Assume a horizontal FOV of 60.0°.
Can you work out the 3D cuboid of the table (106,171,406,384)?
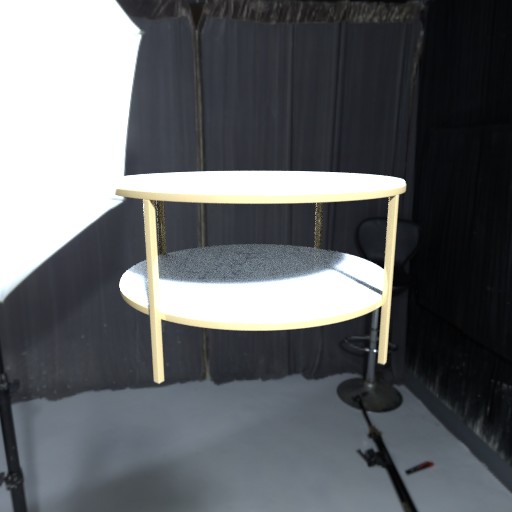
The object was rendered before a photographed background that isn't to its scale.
[{"bbox_3d":[0.000,0.000,1.293,0.800,0.450,0.800,0,14,0],"label":"table"}]
